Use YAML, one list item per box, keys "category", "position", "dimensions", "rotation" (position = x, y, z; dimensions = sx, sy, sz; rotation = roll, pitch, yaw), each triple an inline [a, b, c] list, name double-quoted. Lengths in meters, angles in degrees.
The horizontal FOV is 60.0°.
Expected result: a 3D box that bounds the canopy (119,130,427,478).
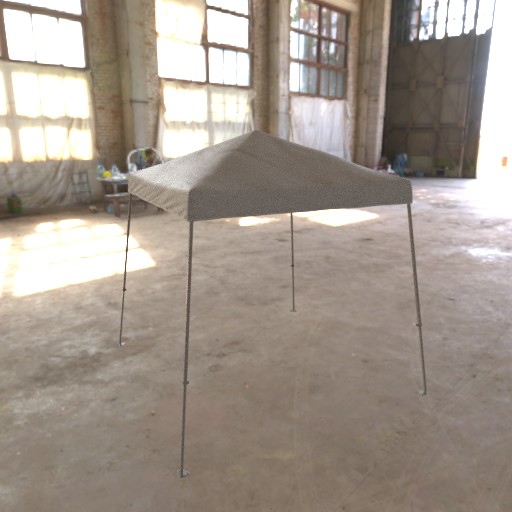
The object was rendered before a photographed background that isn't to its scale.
- category: "canopy"
  position: [0.000, 0.000, 5.197]
  dimensions: [2.848, 2.849, 2.849]
  rotation: [-7, 16, -26]
